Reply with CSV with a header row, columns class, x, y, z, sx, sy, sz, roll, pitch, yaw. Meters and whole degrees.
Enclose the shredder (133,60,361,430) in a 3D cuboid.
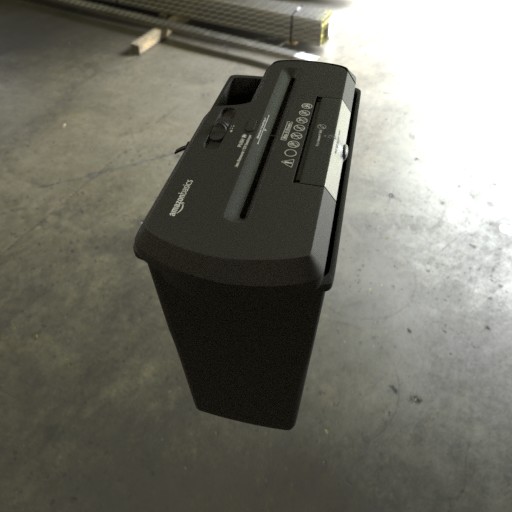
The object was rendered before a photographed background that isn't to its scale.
class,x,y,z,sx,sy,sz,roll,pitch,yaw
shredder,0.000,0.000,0.504,0.170,0.335,0.320,10,49,9
